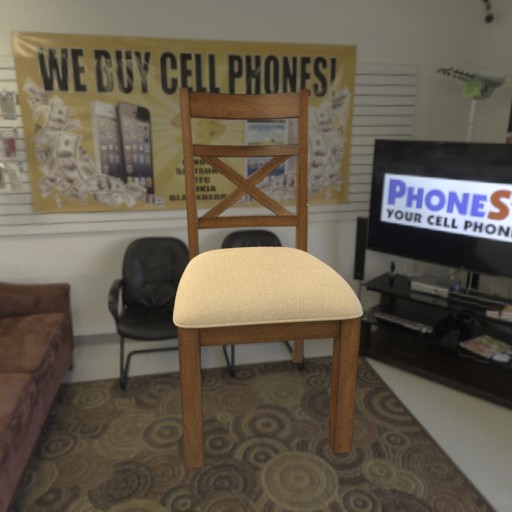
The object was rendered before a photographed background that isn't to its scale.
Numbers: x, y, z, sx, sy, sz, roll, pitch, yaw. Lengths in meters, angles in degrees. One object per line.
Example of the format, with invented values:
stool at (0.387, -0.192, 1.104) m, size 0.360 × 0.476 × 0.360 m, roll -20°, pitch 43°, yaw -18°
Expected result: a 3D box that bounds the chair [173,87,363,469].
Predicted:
chair at (0.000, 0.000, 1.279) m, size 0.461 × 0.949 × 0.581 m, roll -2°, pitch 16°, yaw -8°
